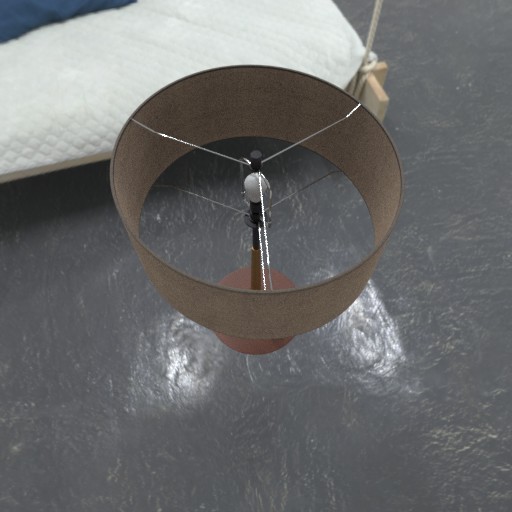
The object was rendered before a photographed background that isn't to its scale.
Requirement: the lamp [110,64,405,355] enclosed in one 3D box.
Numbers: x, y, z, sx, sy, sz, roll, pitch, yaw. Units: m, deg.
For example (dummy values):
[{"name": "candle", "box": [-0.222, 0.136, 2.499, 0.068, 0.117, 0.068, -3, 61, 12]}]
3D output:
[{"name": "lamp", "box": [0.000, 0.000, 0.843, 0.396, 0.551, 0.417, -33, 65, -18]}]
